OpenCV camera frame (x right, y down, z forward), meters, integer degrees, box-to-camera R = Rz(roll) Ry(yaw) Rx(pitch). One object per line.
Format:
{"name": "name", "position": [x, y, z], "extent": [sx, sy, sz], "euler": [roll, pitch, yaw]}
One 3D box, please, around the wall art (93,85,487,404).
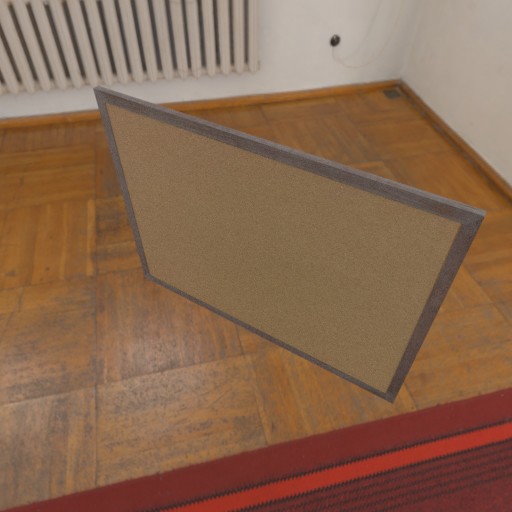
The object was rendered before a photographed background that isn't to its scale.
{"name": "wall art", "position": [0.000, 0.000, 1.296], "extent": [1.012, 0.774, 0.019], "euler": [24, 51, 21]}
